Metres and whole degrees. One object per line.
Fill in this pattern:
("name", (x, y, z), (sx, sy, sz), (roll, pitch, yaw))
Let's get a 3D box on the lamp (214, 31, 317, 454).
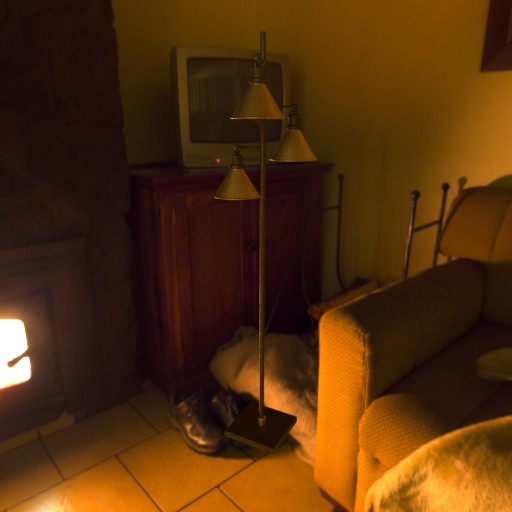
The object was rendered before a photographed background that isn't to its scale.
("lamp", (0.000, 0.000, 1.868), (0.415, 1.716, 0.428), (9, 19, 27))
